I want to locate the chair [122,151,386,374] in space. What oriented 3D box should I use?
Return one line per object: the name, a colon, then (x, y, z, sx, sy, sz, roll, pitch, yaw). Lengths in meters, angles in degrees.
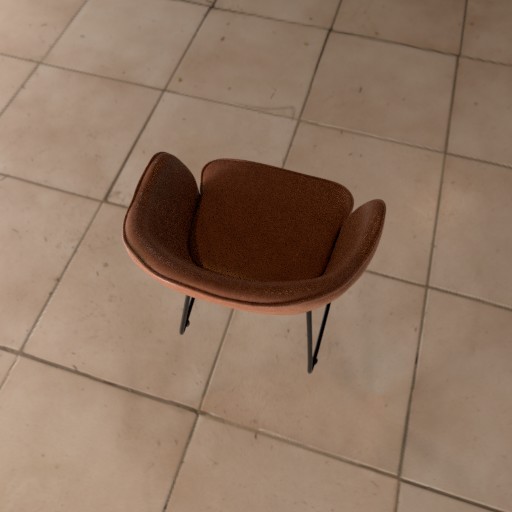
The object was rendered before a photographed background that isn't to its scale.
chair: (0.000, 0.000, 1.221, 0.582, 0.785, 0.580, 14, 64, 7)
